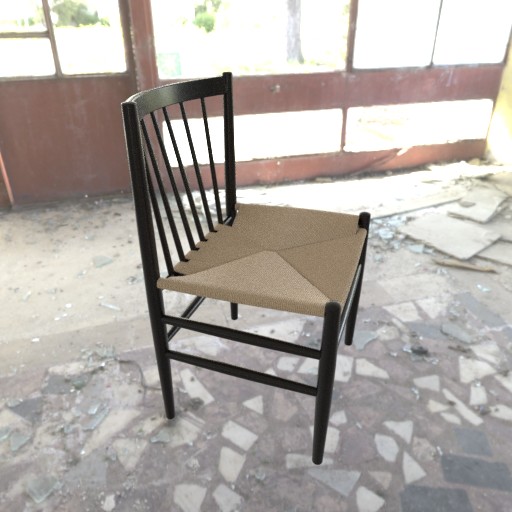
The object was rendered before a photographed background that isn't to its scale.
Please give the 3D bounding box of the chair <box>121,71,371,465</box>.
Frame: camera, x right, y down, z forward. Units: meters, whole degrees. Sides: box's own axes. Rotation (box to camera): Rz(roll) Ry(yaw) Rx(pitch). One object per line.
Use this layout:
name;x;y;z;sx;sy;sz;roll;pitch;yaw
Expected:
chair;0.000;0.000;1.139;0.516;0.818;0.495;10;31;17
